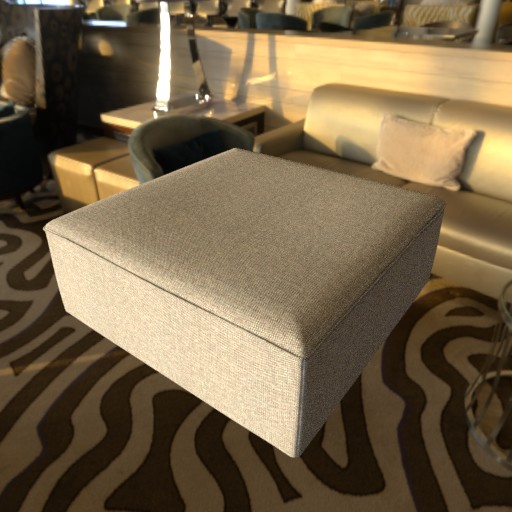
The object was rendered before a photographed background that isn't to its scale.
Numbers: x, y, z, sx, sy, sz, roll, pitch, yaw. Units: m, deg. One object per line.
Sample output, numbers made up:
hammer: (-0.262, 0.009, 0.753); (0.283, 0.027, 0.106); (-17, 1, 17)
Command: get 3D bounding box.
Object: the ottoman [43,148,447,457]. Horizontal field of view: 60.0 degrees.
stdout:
ottoman: (0.000, 0.000, 1.604); (1.023, 0.423, 1.017); (22, 38, 31)
